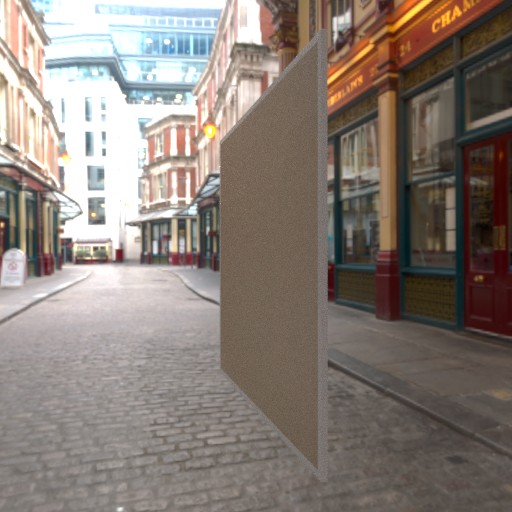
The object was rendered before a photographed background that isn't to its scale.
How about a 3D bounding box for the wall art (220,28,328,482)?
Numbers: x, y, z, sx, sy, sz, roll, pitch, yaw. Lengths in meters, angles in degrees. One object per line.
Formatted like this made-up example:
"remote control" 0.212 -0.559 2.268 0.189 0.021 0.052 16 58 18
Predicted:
"wall art" 0.000 0.000 0.663 0.007 0.456 0.456 0 0 -18
